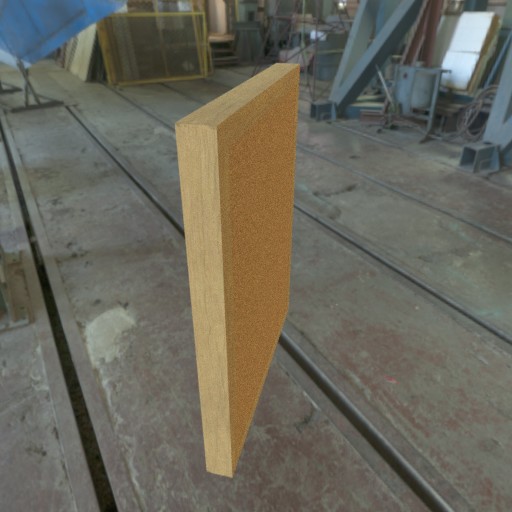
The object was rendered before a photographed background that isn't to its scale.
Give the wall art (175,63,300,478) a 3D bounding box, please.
[{"bbox_3d":[0.000,0.000,0.519,0.030,0.380,0.312,8,31,13],"label":"wall art"}]
